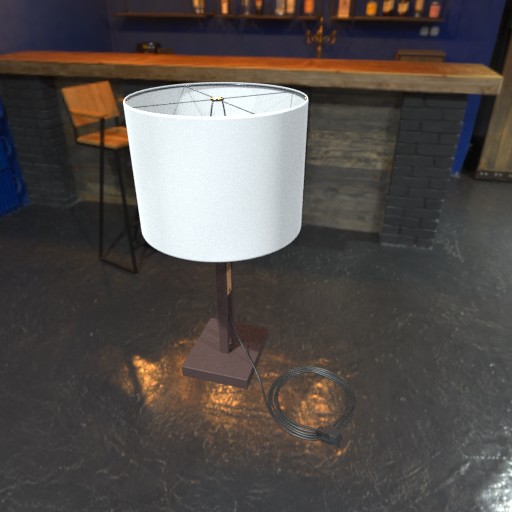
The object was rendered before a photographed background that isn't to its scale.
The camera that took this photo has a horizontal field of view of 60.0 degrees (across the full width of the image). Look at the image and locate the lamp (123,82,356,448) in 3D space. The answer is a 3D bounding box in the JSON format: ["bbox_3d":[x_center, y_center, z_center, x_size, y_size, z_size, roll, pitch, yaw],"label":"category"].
[{"bbox_3d":[0.000,0.000,0.994,0.525,0.668,0.396,8,31,14],"label":"lamp"}]
